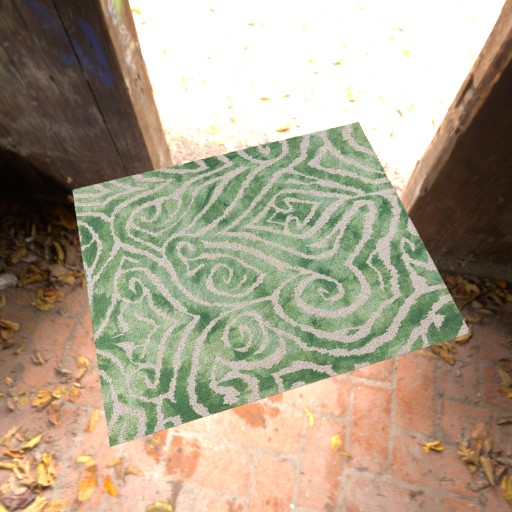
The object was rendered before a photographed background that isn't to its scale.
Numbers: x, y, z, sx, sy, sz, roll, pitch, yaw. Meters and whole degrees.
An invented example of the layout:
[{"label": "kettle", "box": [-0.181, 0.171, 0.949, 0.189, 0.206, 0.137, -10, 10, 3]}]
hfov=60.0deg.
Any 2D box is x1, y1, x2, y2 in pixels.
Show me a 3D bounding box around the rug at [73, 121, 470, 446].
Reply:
[{"label": "rug", "box": [0.000, 0.000, 4.059, 3.045, 0.007, 2.436, -15, 65, -7]}]
